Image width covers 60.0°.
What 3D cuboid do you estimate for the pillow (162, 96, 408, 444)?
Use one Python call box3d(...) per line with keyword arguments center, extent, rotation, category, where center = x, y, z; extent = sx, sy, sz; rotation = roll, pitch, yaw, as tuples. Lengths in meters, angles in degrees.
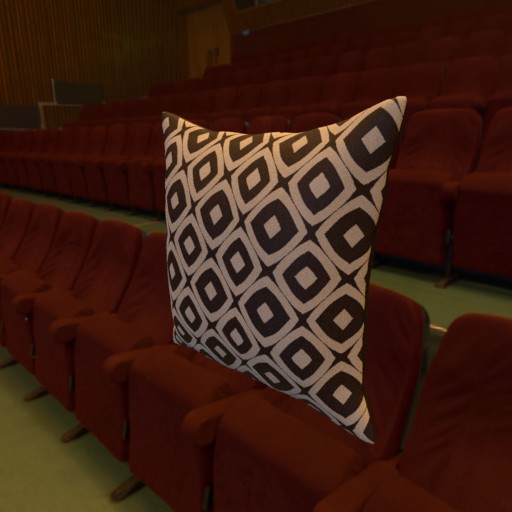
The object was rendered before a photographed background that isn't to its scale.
box3d(center=(0.000, 0.000, 0.766), extent=(0.504, 0.494, 0.188), rotation=(14, 21, 42), category="pillow")
